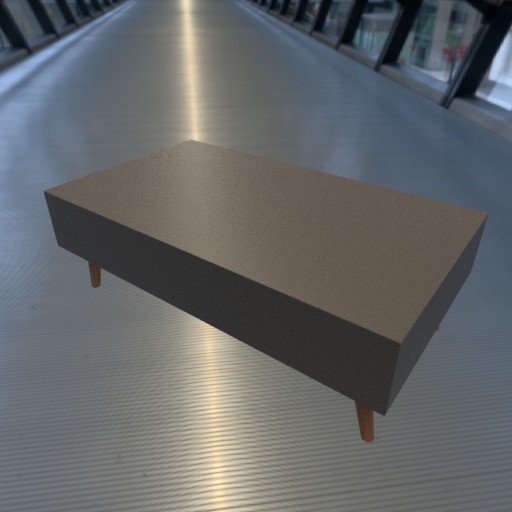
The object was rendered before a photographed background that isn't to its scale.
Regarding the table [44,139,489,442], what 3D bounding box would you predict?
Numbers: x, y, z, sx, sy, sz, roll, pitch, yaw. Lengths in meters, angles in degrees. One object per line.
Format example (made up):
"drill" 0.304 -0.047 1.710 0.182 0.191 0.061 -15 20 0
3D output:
"table" 0.000 0.000 1.480 1.201 0.404 0.703 21 38 31
